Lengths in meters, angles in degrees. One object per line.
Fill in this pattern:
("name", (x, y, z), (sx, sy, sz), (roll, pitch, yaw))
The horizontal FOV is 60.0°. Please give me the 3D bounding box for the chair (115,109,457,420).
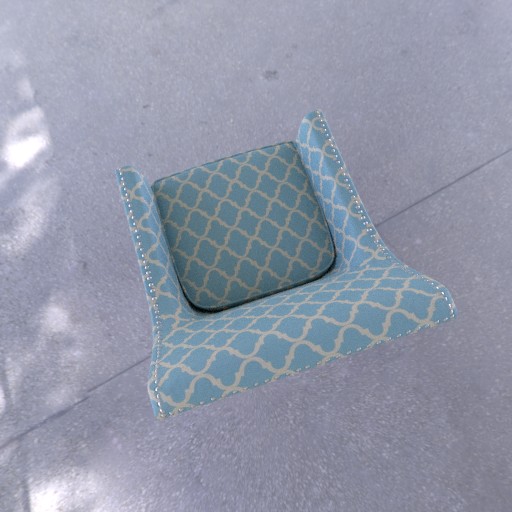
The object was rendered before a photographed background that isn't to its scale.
("chair", (0.000, 0.000, 1.287), (0.617, 0.817, 0.686), (-18, 75, -5))
